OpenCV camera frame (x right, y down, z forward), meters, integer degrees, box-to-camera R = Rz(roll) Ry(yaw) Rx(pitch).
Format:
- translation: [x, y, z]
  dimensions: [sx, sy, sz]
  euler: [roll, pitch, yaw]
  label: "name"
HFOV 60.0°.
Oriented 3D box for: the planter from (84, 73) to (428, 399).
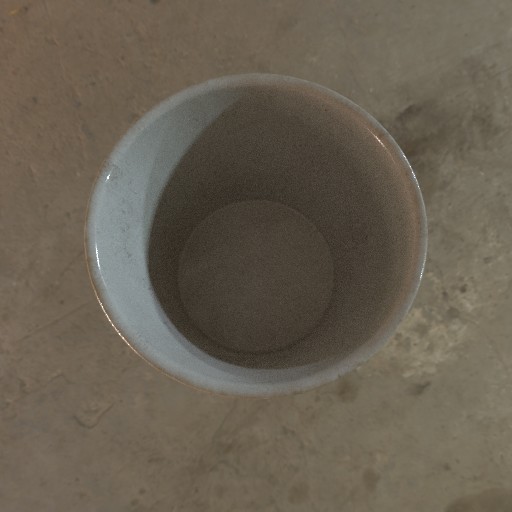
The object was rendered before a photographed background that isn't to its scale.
- translation: [0.000, 0.000, 0.214]
  dimensions: [0.126, 0.104, 0.126]
  euler: [0, 75, 0]
  label: "planter"
